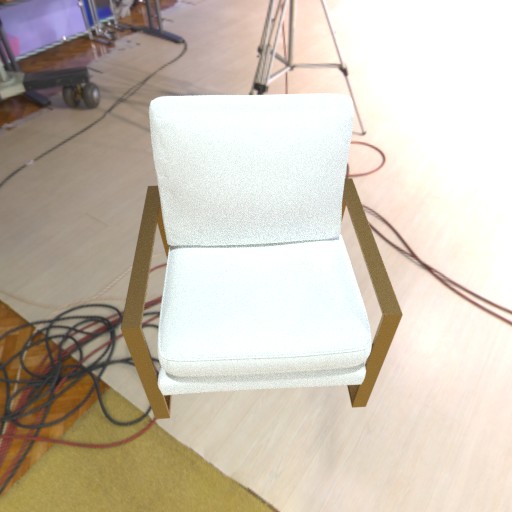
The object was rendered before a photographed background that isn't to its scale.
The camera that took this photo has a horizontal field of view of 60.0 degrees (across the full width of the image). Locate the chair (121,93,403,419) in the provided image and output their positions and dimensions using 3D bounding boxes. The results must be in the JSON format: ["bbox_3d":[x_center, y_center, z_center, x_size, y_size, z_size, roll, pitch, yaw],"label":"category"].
[{"bbox_3d":[0.000,0.000,1.582,0.805,0.966,0.813,-3,47,-2],"label":"chair"}]
